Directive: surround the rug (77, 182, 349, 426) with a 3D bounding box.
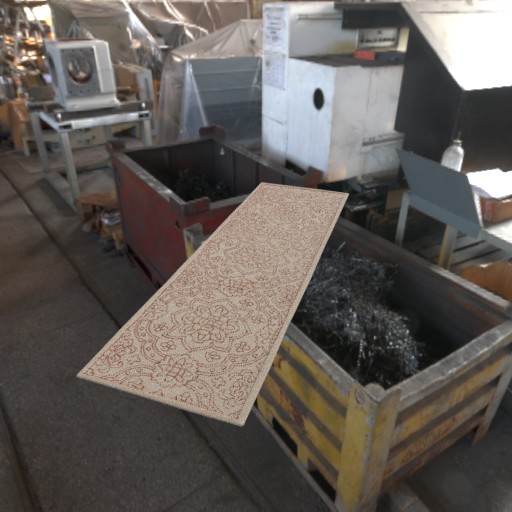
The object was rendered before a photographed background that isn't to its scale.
[{"bbox_3d":[0.000,0.000,2.778,0.769,0.012,2.448,10,32,17],"label":"rug"}]
